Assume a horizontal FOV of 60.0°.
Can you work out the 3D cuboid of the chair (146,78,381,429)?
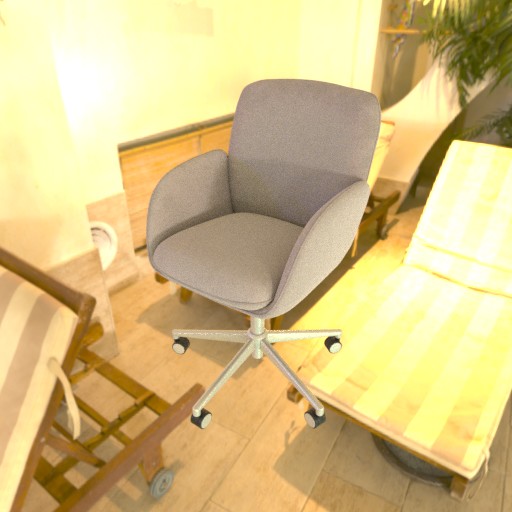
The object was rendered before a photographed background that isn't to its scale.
[{"bbox_3d":[0.000,0.000,1.387,0.648,0.959,0.654,20,35,30],"label":"chair"}]
